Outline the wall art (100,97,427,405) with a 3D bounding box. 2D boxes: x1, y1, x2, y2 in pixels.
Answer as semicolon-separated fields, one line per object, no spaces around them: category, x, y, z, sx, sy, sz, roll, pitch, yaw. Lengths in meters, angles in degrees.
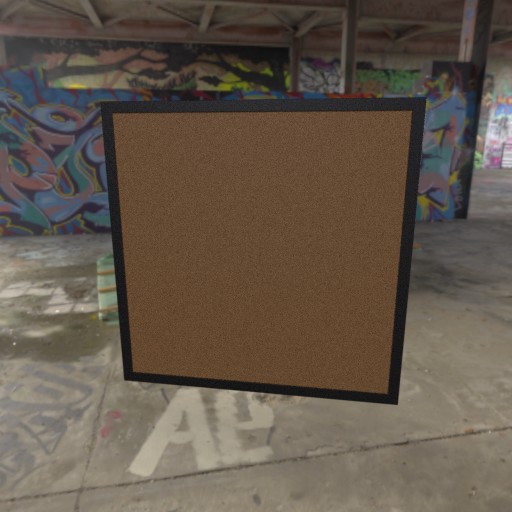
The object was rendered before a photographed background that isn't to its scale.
wall art;0.000;0.000;0.762;0.506;0.506;0.037;2;15;9
